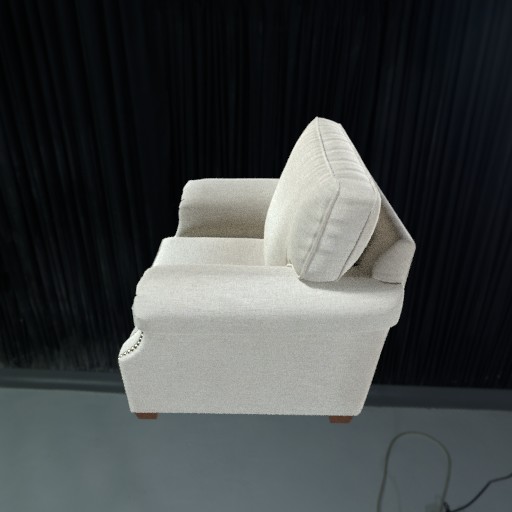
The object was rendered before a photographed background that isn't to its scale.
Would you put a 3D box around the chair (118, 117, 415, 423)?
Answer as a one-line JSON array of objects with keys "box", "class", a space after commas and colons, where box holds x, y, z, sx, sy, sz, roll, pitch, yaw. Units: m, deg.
[{"box": [0.000, 0.000, 1.848, 0.965, 0.961, 1.092, 1, 29, 1], "class": "chair"}]
